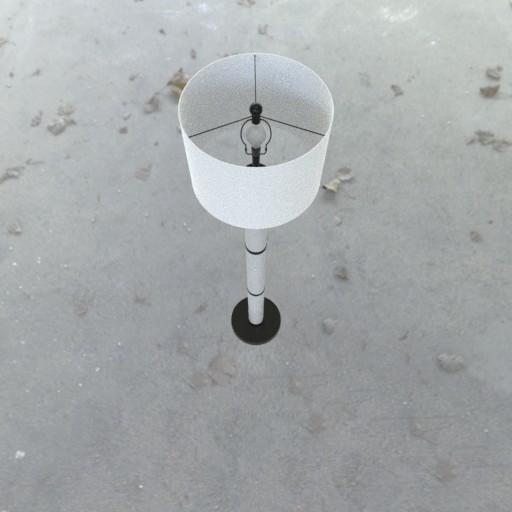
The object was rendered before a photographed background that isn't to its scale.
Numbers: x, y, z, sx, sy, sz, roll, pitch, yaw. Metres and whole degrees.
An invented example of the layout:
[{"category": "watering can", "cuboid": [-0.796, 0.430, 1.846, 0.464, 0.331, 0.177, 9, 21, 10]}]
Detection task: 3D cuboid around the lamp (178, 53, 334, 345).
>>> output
[{"category": "lamp", "cuboid": [0.000, 0.000, 1.772, 0.377, 1.599, 0.377, -1, 63, 0]}]
